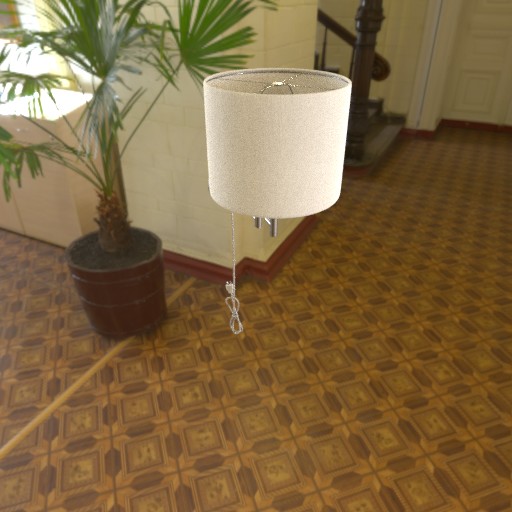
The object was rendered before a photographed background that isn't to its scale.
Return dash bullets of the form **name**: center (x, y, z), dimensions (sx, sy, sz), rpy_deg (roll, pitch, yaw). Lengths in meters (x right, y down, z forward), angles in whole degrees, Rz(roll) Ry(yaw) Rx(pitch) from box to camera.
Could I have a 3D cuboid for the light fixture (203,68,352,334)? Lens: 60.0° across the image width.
- **light fixture**: center (0.000, 0.000, 1.073), dimensions (0.253, 0.842, 0.479), rpy_deg (-10, 33, -16)
